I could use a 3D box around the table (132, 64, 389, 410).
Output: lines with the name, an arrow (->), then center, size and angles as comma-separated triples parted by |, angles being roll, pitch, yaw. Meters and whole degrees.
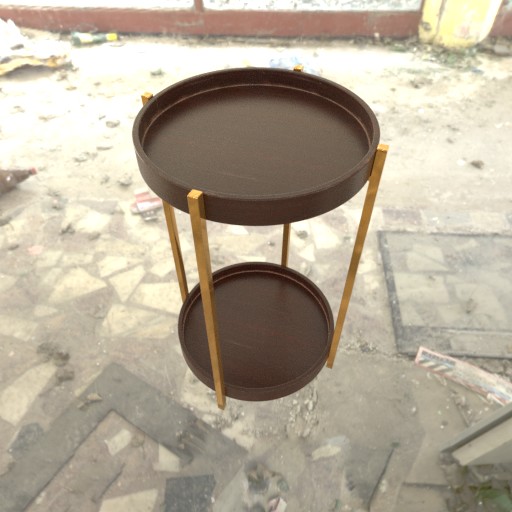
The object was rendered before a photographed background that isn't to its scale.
table -> 0.000, 0.000, 0.892 | 0.400, 0.610, 0.400 | 17, 50, 15
